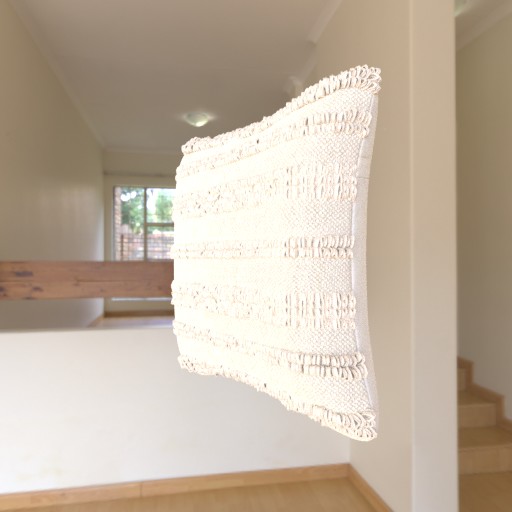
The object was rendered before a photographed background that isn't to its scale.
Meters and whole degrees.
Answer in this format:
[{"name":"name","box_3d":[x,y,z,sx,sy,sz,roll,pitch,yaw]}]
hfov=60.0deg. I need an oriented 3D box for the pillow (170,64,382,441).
[{"name":"pillow","box_3d":[0.000,0.000,0.650,0.145,0.427,0.437,0,-1,-35]}]
